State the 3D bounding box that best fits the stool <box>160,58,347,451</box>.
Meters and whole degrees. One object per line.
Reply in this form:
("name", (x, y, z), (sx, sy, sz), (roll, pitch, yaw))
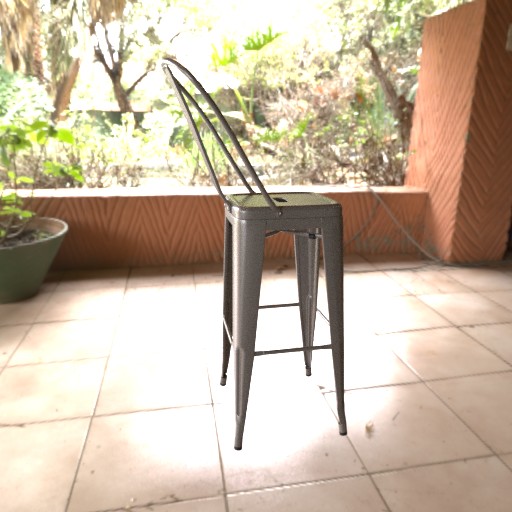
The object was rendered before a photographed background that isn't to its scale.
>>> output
("stool", (0.000, 0.000, 1.364), (0.513, 1.096, 0.399), (-3, 16, -11))
